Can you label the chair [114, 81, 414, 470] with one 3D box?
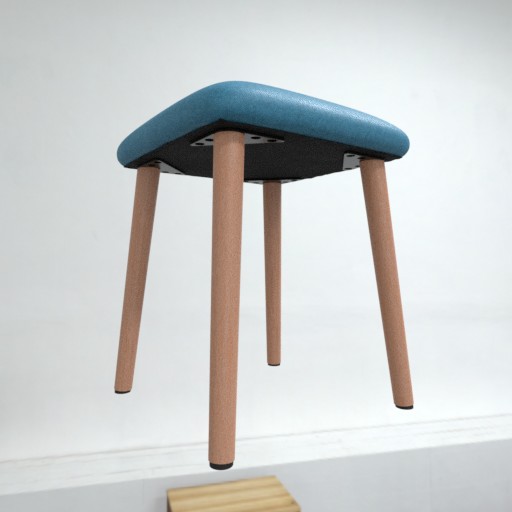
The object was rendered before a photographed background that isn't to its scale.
[{"bbox_3d":[0.000,0.000,0.698,0.360,0.450,0.360,0,0,-35],"label":"chair"}]
